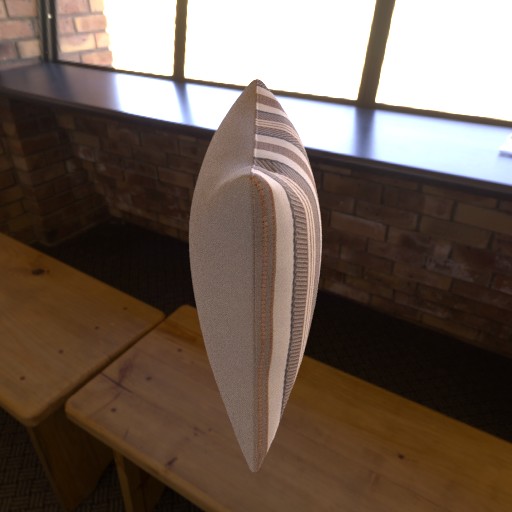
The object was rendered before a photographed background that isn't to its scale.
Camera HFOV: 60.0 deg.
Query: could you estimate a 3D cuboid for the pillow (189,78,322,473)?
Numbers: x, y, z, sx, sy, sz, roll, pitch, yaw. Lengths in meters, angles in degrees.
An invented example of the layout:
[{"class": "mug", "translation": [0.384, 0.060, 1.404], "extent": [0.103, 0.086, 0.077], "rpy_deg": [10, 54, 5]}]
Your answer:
[{"class": "pillow", "translation": [0.000, 0.000, 0.624], "extent": [0.173, 0.401, 0.416], "rpy_deg": [0, 32, 1]}]
